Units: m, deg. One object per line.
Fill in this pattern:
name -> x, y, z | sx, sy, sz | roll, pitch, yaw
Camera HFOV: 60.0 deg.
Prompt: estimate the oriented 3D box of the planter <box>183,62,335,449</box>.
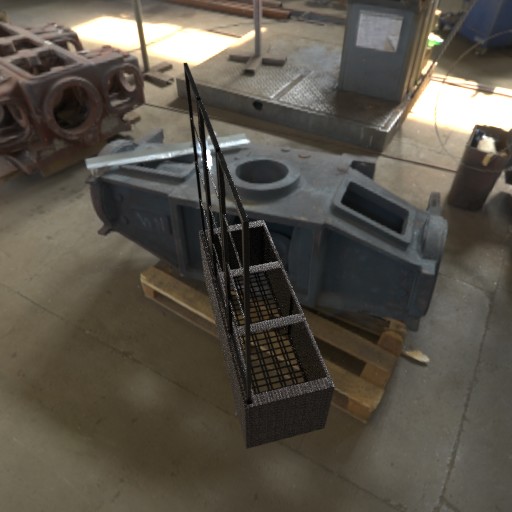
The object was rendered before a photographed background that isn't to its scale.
planter -> 0.000, 0.000, 1.245 | 0.244, 0.841, 0.699 | -10, 45, -10
